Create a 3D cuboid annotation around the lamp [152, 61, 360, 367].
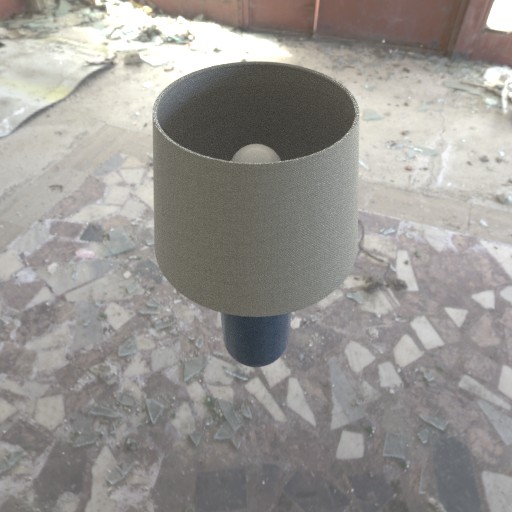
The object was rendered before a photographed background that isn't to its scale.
[{"bbox_3d":[0.000,0.000,0.587,0.253,0.428,0.253,0,47,0],"label":"lamp"}]
